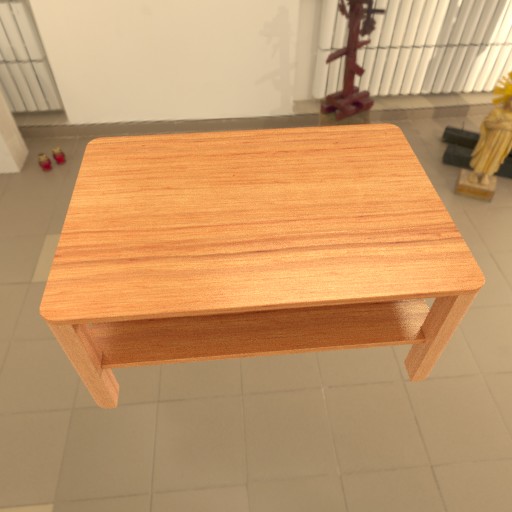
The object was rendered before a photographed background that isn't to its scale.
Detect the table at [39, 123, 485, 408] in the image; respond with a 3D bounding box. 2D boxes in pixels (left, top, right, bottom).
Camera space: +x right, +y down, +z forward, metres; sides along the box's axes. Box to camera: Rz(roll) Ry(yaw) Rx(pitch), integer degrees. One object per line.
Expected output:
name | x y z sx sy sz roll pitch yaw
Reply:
table | 0.000 0.000 1.359 0.997 0.445 0.696 -4 48 -4
